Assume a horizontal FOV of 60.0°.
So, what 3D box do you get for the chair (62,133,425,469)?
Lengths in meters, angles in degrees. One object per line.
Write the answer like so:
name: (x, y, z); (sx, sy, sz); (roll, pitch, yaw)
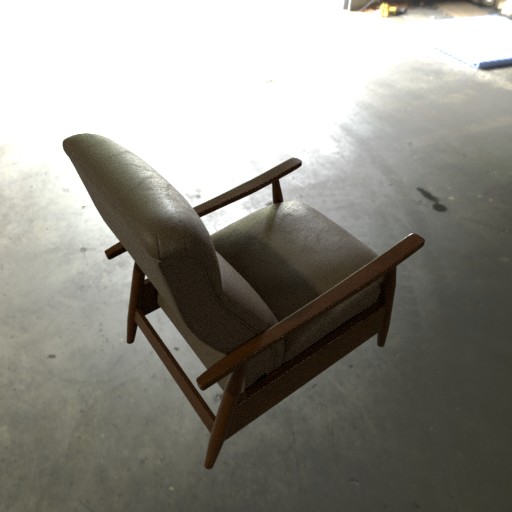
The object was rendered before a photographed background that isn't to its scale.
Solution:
chair: (0.000, 0.000, 1.705); (1.014, 1.082, 0.762); (-26, 48, -26)
